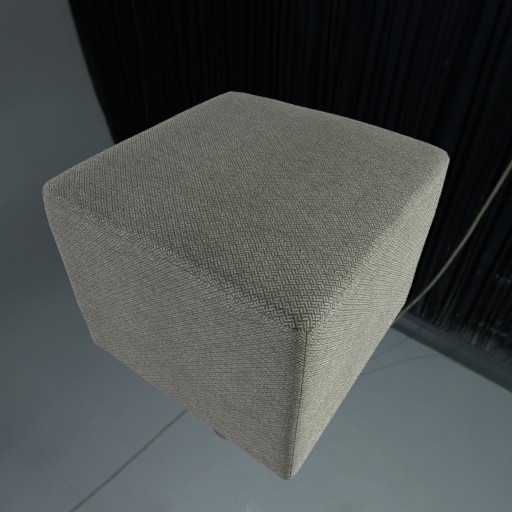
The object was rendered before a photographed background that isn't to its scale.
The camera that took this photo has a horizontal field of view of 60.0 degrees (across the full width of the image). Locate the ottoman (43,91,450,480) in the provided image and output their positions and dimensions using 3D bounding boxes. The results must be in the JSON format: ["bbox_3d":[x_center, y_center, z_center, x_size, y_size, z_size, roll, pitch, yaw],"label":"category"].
[{"bbox_3d":[0.000,0.000,0.870,0.512,0.453,0.519,25,47,26],"label":"ottoman"}]
